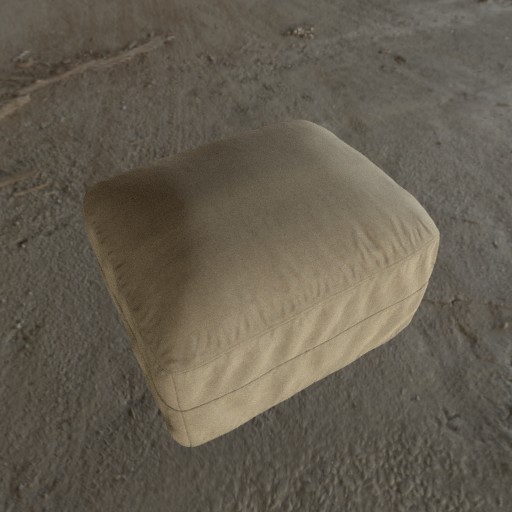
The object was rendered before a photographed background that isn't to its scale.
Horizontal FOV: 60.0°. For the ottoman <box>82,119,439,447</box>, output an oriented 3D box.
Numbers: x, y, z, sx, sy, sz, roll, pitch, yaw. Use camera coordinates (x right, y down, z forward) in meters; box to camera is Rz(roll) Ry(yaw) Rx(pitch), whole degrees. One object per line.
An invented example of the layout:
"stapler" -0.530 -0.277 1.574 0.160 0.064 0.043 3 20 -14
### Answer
"ottoman" 0.000 0.000 1.109 0.712 0.480 0.584 -23 51 -20
